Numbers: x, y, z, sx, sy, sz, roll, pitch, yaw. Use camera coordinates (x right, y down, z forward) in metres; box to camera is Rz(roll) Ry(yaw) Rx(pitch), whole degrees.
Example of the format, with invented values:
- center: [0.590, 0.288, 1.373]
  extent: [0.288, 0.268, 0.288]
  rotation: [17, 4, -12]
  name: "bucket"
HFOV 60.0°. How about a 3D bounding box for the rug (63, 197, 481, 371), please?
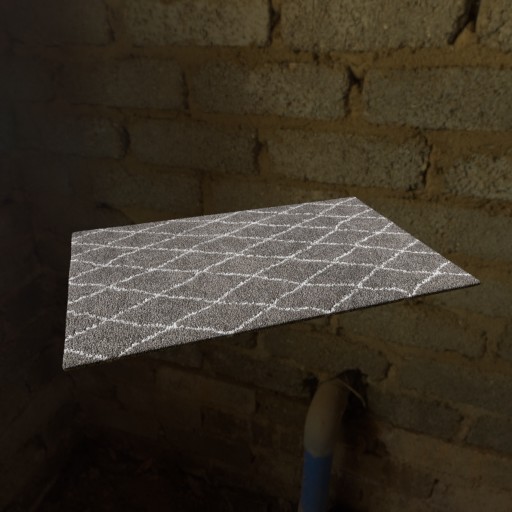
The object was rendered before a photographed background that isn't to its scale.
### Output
- center: [0.000, 0.000, 3.460]
  extent: [2.743, 0.030, 1.778]
  rotation: [-9, 30, -16]
  name: "rug"
